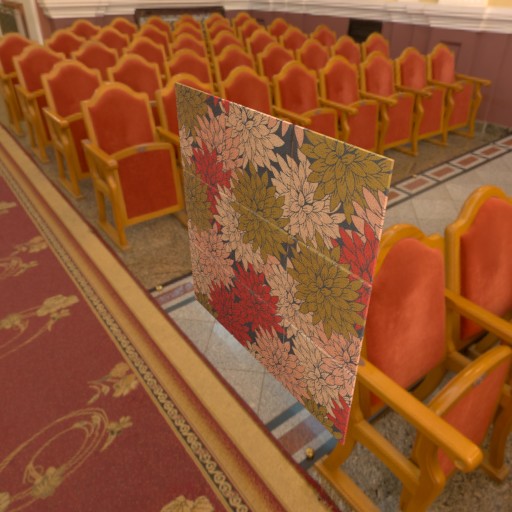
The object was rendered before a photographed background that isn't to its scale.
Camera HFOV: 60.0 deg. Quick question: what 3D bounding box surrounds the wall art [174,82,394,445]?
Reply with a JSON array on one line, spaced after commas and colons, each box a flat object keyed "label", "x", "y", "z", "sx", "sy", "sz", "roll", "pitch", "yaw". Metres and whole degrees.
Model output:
[{"label": "wall art", "x": 0.000, "y": 0.000, "z": 2.389, "sx": 0.013, "sy": 1.534, "sz": 1.519, "roll": -22, "pitch": 39, "yaw": -30}]
